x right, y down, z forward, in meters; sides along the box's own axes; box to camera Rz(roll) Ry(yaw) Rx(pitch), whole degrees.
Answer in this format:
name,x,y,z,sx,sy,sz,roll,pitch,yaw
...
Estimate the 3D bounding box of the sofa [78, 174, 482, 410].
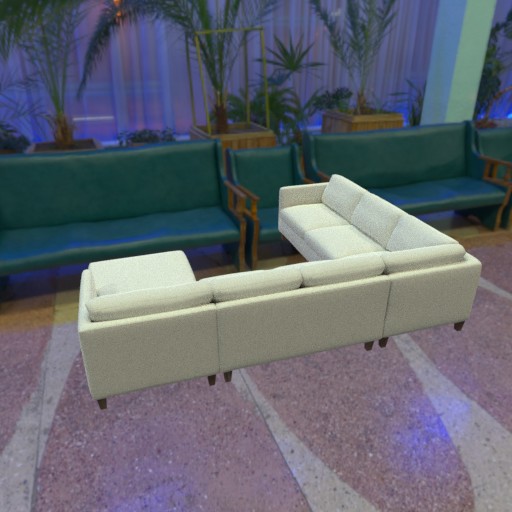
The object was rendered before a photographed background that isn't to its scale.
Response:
name,x,y,z,sx,sy,sz,roll,pitch,yaw
sofa,0.000,0.000,4.460,3.238,0.853,2.551,-8,27,-16
